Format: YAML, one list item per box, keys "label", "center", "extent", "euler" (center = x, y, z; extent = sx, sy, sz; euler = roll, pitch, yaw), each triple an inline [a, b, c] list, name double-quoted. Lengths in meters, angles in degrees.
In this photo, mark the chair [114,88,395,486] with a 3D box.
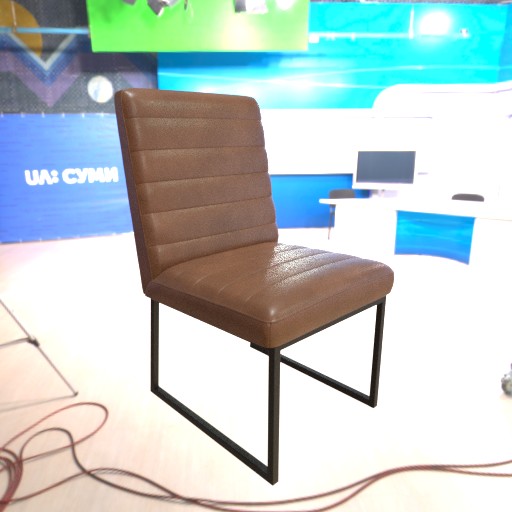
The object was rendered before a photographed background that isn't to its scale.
- label: "chair"
  center: [0.000, 0.000, 1.293]
  extent: [0.520, 0.930, 0.634]
  euler: [-15, 21, -42]
